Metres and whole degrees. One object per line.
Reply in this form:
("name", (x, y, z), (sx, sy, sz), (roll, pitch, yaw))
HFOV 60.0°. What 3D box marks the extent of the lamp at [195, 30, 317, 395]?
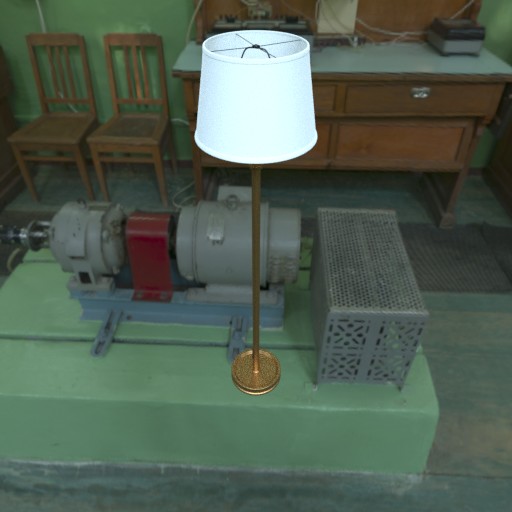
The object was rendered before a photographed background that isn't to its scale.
("lamp", (0.000, 0.000, 0.797), (0.178, 0.710, 0.178), (0, 40, 0))
